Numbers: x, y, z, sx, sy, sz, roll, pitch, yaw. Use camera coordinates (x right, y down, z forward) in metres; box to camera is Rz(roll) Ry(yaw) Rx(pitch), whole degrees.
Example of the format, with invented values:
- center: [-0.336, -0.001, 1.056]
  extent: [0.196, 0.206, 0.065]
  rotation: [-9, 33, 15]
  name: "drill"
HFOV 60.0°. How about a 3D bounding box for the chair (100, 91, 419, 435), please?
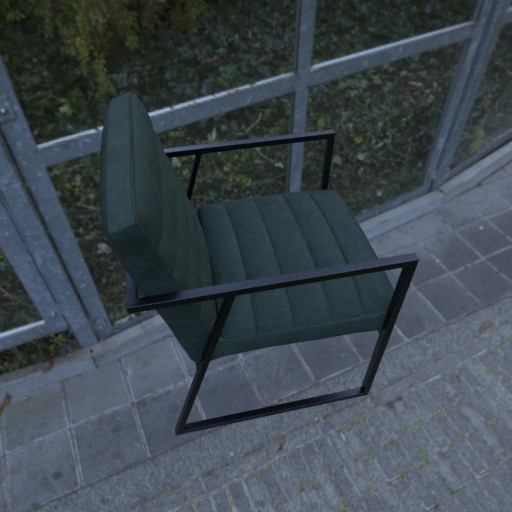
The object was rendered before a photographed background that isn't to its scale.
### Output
- center: [0.000, 0.000, 1.266]
  extent: [0.677, 0.833, 0.571]
  rotation: [-9, 46, -8]
  name: "chair"
